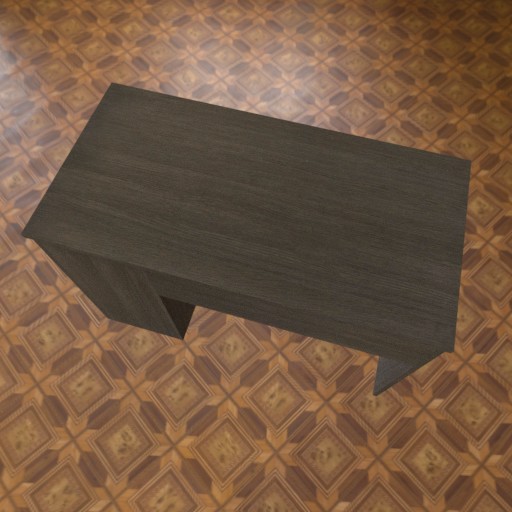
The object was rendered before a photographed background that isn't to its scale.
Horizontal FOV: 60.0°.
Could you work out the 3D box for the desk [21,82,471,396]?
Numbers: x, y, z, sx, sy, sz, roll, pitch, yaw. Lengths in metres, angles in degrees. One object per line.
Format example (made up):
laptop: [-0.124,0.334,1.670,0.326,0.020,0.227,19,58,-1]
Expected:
desk: [0.000,0.000,1.514,1.096,0.730,0.560,15,65,7]
